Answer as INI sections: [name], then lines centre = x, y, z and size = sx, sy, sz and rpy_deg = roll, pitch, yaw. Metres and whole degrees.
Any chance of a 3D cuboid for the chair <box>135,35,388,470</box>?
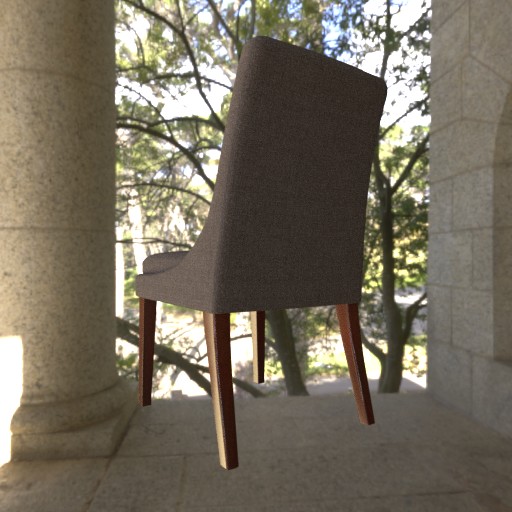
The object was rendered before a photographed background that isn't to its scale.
[chair]
centre = 0.000, 0.000, 1.315
size = 0.508, 0.952, 0.655
rpy_deg = 1, -1, -35
